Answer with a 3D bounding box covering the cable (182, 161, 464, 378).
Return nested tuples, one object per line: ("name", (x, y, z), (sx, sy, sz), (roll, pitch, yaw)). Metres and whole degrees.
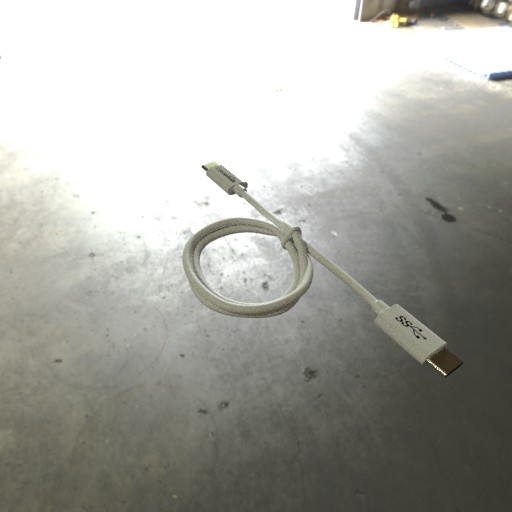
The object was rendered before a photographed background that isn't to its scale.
("cable", (0.000, 0.000, 0.211), (0.070, 0.014, 0.186), (-25, 47, -25))
